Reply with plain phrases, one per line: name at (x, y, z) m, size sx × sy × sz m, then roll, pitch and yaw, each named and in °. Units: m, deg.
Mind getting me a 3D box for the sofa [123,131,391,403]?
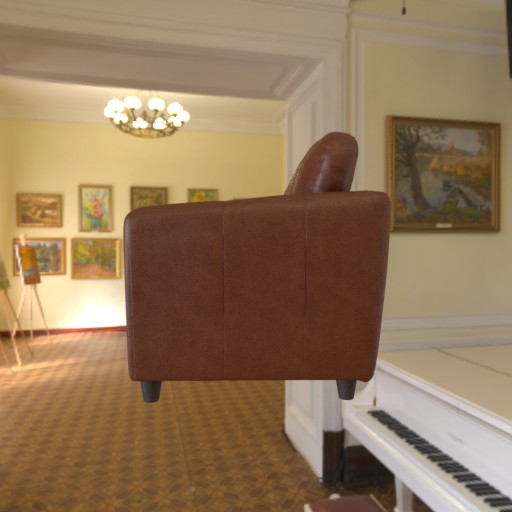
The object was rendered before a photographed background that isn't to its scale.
sofa at (0.000, 0.000, 1.970) m, size 0.805 × 0.906 × 1.406 m, roll 0°, pitch 1°, yaw -1°
